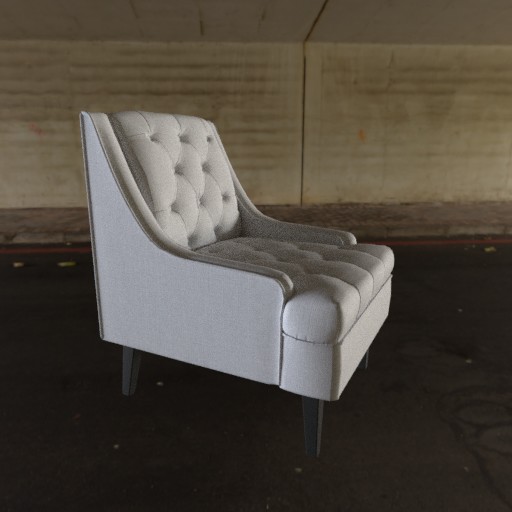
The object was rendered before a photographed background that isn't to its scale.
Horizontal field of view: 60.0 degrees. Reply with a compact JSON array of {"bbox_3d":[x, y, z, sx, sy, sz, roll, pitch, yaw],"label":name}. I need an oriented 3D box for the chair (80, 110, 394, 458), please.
[{"bbox_3d":[0.000,0.000,1.419,0.772,0.891,0.658,7,16,26],"label":"chair"}]
